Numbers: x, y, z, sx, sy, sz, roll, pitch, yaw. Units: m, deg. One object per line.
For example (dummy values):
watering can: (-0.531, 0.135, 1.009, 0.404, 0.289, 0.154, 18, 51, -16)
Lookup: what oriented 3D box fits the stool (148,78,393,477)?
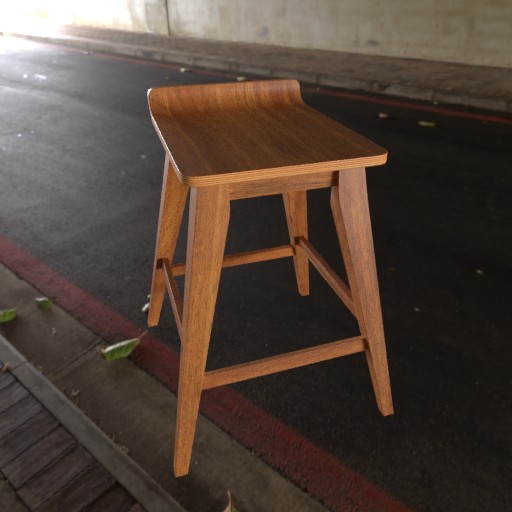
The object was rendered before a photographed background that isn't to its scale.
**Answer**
stool: (0.000, 0.000, 0.981, 0.500, 0.650, 0.500, -10, 33, -15)
